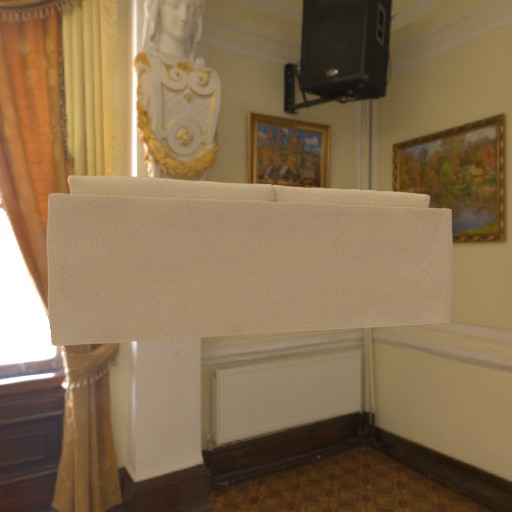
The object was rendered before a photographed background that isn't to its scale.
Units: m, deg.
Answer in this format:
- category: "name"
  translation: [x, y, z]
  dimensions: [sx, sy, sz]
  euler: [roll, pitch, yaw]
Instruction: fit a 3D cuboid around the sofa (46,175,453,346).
- category: "sofa"
  translation: [0.000, 0.000, 3.339]
  dimensions: [2.779, 0.999, 1.036]
  euler: [0, 0, -18]
